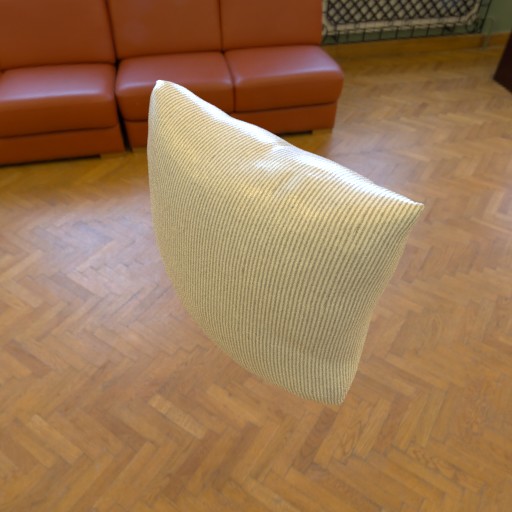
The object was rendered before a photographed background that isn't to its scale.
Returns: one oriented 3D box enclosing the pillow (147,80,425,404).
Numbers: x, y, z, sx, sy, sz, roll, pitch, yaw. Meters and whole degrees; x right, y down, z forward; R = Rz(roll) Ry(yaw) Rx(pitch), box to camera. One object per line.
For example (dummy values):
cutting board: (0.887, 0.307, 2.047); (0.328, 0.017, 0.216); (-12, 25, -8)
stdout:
pillow: (0.000, 0.000, 0.707); (0.310, 0.432, 0.387); (-9, 46, -9)
